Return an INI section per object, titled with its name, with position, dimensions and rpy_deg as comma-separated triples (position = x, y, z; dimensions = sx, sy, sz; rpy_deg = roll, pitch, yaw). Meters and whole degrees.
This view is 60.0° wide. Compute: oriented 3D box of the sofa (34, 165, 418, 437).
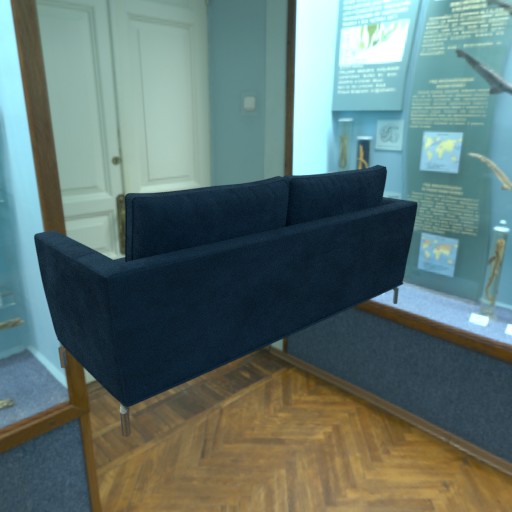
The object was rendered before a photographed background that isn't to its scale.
[sofa]
position = 0.000, 0.000, 2.660
dimensions = 2.212, 0.998, 0.853
rpy_deg = -15, 23, -40
